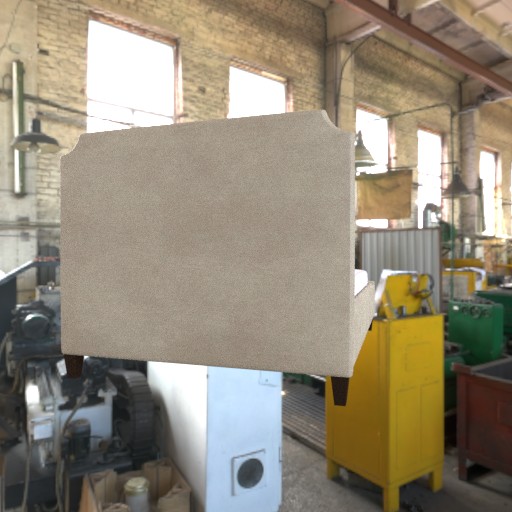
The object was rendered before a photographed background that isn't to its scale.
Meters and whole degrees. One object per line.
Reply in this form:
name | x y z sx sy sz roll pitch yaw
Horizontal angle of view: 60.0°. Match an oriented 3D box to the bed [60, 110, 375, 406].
bed | 0.000 0.000 3.454 1.712 1.443 2.372 0 0 18
